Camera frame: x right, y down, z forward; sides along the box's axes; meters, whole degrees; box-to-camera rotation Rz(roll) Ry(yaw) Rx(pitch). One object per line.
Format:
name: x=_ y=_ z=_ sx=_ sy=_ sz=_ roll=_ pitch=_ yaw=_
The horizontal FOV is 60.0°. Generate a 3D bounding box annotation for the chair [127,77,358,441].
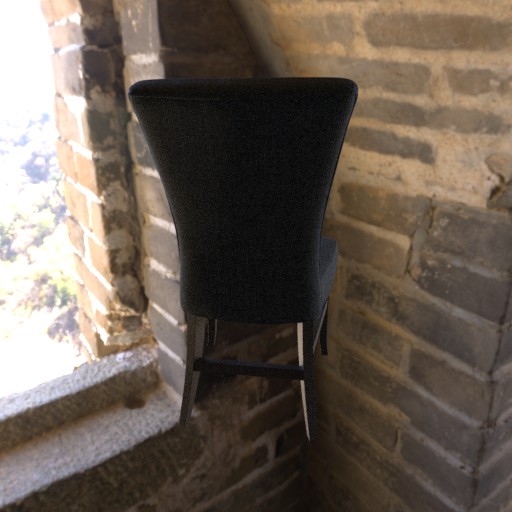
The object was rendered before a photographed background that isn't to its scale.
chair: x=0.000 y=0.000 z=1.366 sx=0.520 sy=0.991 sz=0.660 roll=3 pitch=19 yaw=8
